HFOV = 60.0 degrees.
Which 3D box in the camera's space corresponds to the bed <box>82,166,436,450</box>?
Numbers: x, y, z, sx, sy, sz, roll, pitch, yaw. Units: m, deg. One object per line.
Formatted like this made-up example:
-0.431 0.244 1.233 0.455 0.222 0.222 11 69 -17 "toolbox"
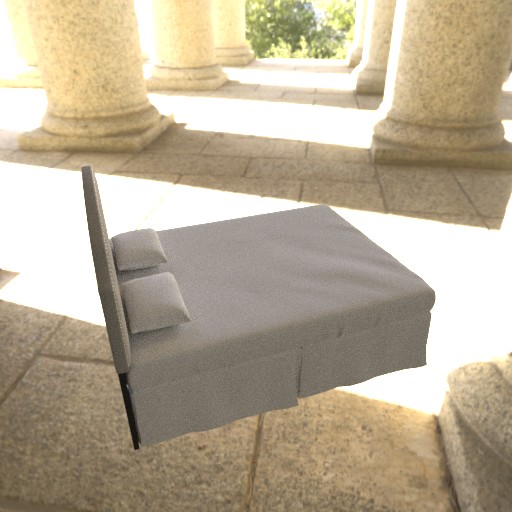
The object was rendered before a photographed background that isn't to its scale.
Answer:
0.000 0.000 3.008 1.999 1.270 1.558 -11 32 -18 "bed"
